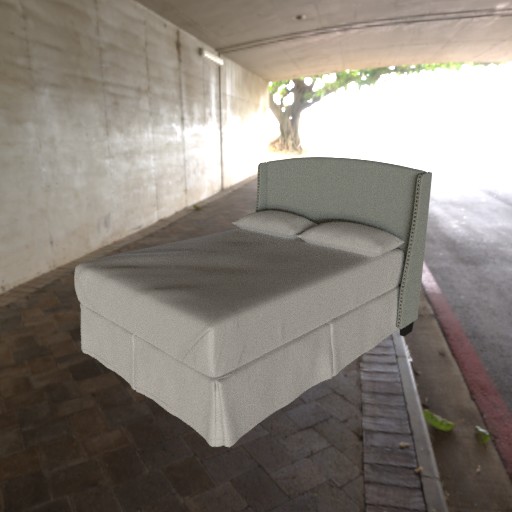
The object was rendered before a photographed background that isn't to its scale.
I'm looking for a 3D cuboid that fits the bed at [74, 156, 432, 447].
[{"bbox_3d":[0.000,0.000,3.420,1.710,1.407,2.237,15,21,42],"label":"bed"}]
